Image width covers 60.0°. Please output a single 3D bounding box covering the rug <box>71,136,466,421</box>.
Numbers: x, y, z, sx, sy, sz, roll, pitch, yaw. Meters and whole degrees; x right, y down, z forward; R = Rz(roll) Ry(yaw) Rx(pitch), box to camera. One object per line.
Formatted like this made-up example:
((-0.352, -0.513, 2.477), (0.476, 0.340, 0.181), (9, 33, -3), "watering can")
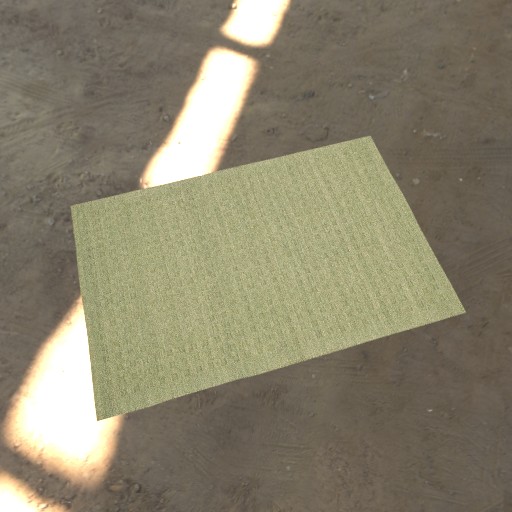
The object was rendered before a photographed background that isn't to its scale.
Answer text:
((0.000, 0.000, 2.246), (1.747, 0.006, 1.143), (-15, 64, -7), "rug")
